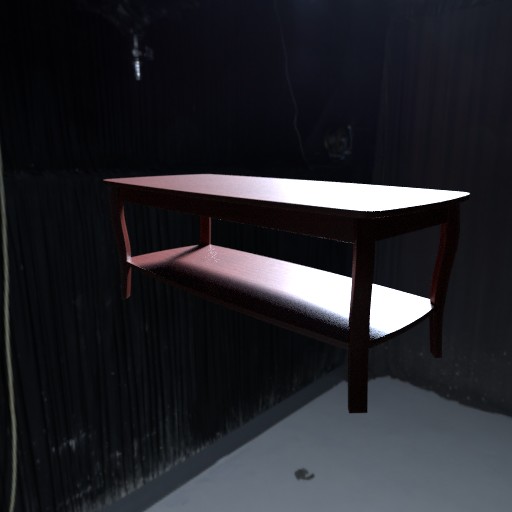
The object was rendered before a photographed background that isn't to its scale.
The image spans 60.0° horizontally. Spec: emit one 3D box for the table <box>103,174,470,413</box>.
[{"bbox_3d":[0.000,0.000,1.496,0.561,0.473,1.216,-13,19,-42],"label":"table"}]
